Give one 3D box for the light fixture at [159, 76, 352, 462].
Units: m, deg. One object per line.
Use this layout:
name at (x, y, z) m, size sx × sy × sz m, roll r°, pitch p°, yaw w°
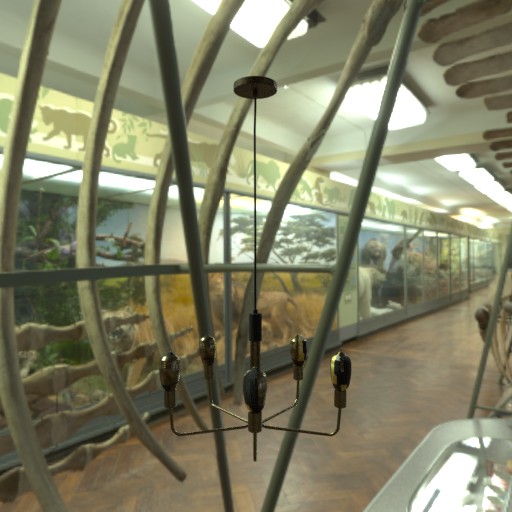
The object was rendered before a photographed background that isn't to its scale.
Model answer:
light fixture at (0.000, 0.000, 1.397) m, size 0.588 × 1.059 × 0.532 m, roll 0°, pitch 0°, yaw 36°
